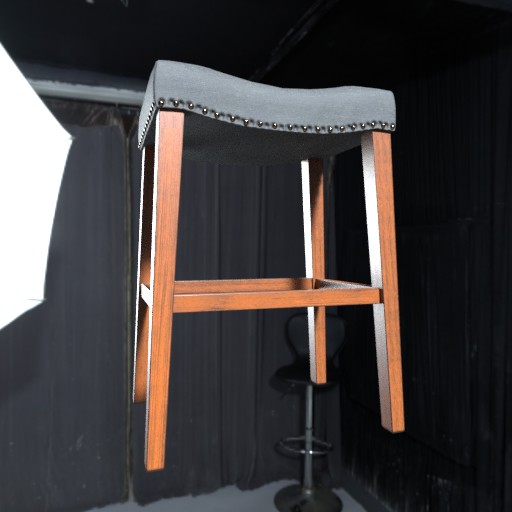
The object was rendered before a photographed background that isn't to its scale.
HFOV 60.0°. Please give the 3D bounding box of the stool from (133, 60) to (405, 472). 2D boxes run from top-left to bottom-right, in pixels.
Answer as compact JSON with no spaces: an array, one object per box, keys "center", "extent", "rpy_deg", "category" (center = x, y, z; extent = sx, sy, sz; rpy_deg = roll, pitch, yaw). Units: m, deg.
[{"center":[0.000,0.000,0.848],"extent":[0.439,0.612,0.320],"rpy_deg":[0,1,-19],"category":"stool"}]
